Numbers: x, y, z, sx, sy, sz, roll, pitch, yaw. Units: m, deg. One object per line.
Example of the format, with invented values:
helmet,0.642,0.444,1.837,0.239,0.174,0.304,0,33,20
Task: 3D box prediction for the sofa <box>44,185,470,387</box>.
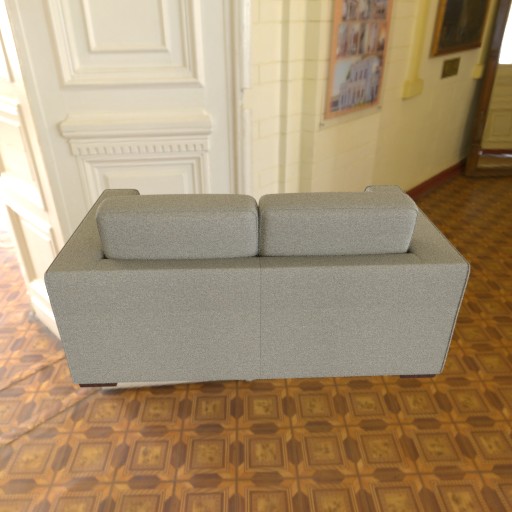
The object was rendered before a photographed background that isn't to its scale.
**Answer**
sofa,0.000,0.000,2.408,1.812,0.924,1.007,-1,29,-2
